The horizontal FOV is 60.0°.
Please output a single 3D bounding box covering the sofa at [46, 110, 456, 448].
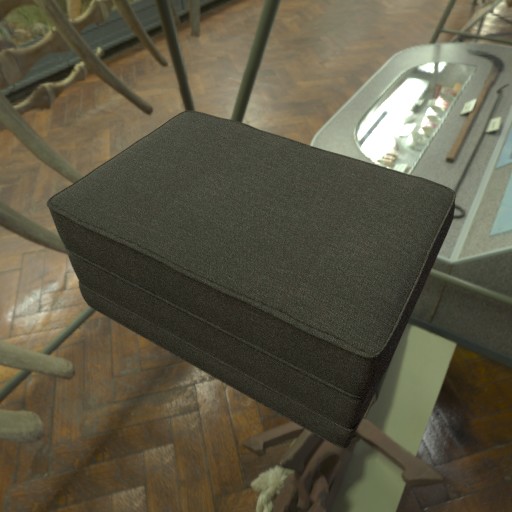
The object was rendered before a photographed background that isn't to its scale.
[{"bbox_3d":[0.000,0.000,1.211,0.854,0.457,0.578,23,49,21],"label":"sofa"}]
